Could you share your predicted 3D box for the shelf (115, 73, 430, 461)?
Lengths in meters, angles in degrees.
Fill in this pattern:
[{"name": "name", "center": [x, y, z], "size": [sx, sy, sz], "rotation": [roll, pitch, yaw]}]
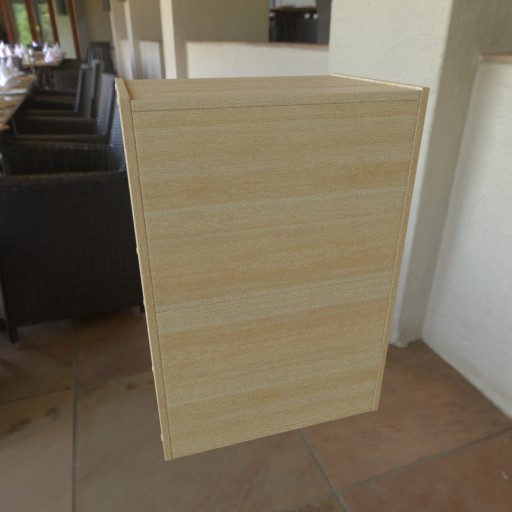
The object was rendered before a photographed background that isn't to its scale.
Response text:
[{"name": "shelf", "center": [0.000, 0.000, 0.808], "size": [0.414, 0.592, 0.290], "rotation": [-8, 27, -15]}]
